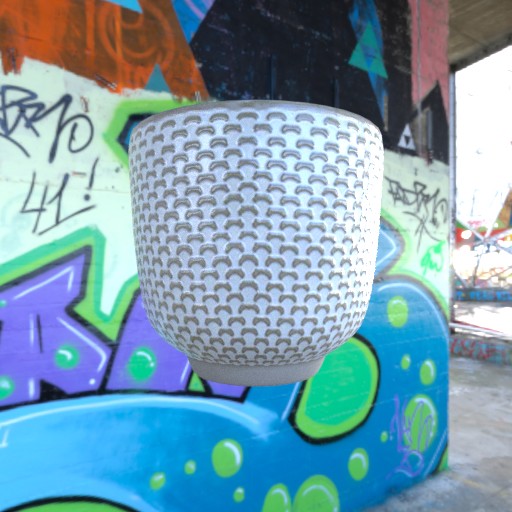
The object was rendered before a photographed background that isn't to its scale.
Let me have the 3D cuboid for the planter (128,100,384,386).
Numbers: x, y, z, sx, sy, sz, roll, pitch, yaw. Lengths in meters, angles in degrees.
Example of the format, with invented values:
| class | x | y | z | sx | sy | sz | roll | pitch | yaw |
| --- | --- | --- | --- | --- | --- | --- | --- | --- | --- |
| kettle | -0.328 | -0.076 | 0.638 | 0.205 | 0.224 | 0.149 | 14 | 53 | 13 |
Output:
| class | x | y | z | sx | sy | sz | roll | pitch | yaw |
| --- | --- | --- | --- | --- | --- | --- | --- | --- | --- |
| planter | 0.000 | 0.000 | 0.311 | 0.173 | 0.160 | 0.173 | 0 | -1 | 0 |
